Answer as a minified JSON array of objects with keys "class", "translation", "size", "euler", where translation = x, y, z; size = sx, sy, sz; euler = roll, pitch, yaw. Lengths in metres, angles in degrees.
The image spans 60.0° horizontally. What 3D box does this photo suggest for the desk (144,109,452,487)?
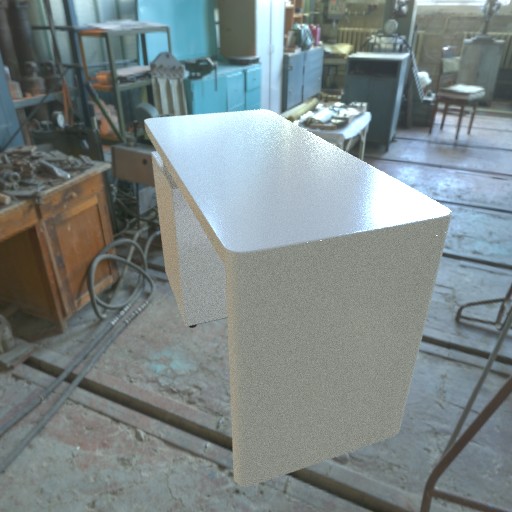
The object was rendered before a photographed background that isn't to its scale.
[{"class":"desk","translation":[0.000,0.000,1.604],"size":[0.550,0.760,1.200],"euler":[-10,32,-17]}]
